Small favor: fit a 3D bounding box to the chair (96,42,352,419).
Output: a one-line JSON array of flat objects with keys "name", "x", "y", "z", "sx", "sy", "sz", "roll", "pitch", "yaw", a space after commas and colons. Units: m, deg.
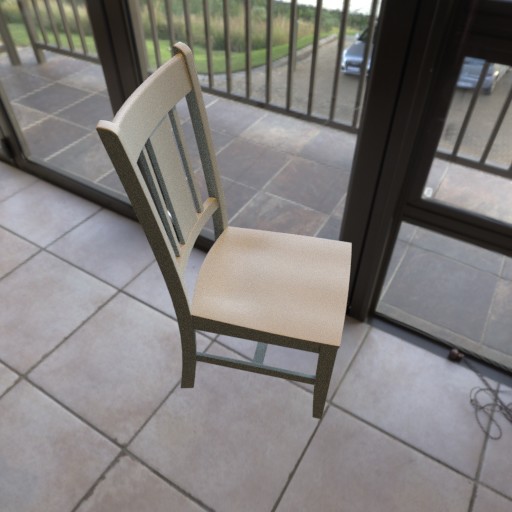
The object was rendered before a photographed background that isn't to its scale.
[{"name": "chair", "x": 0.000, "y": 0.000, "z": 1.289, "sx": 0.555, "sy": 0.998, "sz": 0.450, "roll": 9, "pitch": 46, "yaw": 9}]
